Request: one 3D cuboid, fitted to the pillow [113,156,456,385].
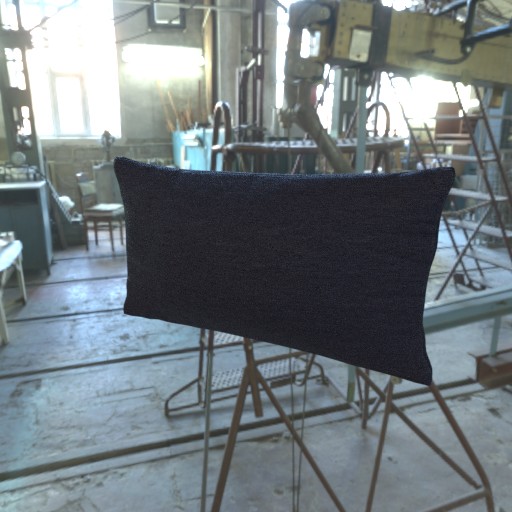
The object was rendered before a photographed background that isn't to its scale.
[{"bbox_3d":[0.000,0.000,0.801,0.633,0.338,0.210,8,17,26],"label":"pillow"}]
